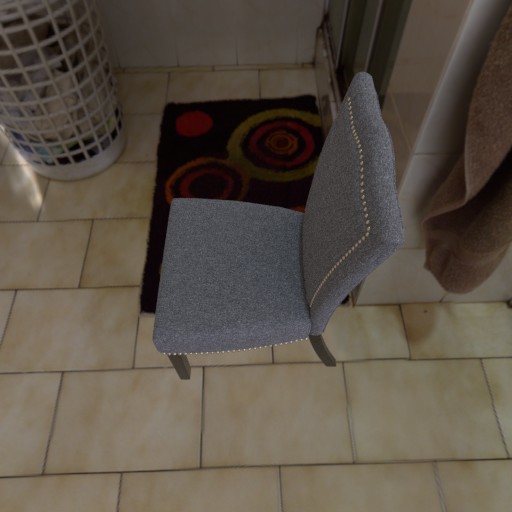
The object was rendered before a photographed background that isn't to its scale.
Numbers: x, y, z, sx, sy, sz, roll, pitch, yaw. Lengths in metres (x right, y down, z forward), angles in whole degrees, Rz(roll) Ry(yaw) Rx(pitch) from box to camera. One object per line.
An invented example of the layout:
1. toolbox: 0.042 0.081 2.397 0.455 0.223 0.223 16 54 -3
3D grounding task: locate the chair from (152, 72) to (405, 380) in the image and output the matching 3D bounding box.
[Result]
1. chair: 0.000 0.000 1.320 0.589 0.946 0.518 0 58 0
